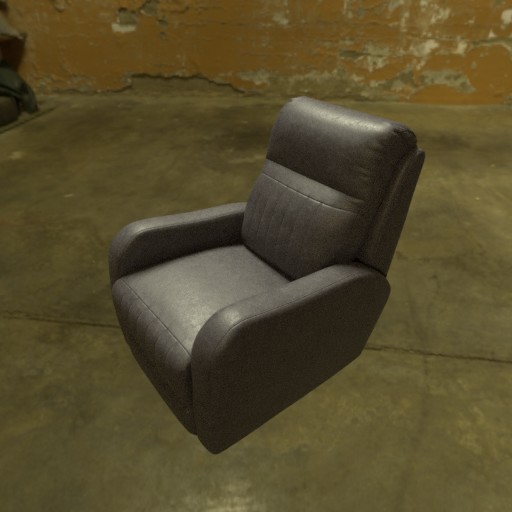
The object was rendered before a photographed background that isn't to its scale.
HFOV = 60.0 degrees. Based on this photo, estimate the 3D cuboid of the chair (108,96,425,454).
[{"bbox_3d":[0.000,0.000,1.809,1.067,1.067,0.865,-22,38,-30],"label":"chair"}]
